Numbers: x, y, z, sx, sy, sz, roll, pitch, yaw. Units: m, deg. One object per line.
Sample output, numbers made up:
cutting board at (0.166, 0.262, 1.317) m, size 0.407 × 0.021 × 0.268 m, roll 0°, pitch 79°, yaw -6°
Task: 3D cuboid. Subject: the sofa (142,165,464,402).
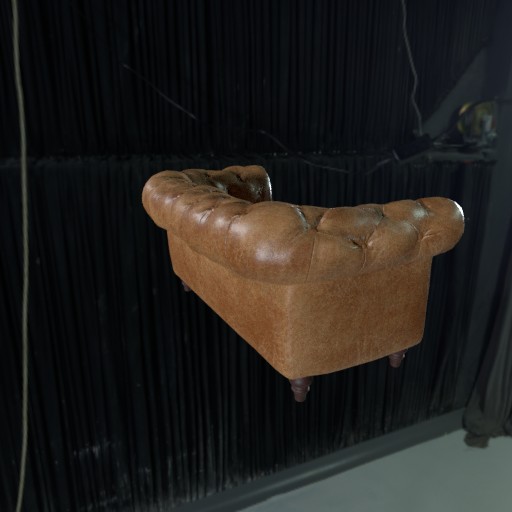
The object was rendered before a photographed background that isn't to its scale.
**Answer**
sofa at (0.000, 0.000, 2.576) m, size 1.042 × 0.877 × 1.979 m, roll -8°, pitch 18°, yaw -26°
